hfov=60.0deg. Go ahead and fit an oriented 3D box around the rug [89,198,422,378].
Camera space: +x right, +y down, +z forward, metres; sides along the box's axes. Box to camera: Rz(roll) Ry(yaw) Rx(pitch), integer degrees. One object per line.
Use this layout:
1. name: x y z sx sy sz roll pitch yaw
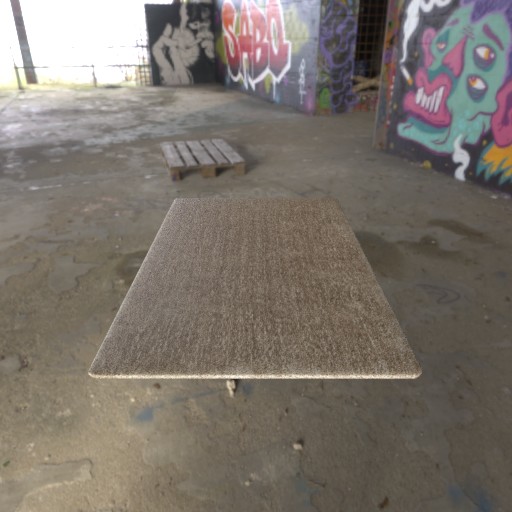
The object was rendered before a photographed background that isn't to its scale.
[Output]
1. rug: 0.000 0.000 3.109 1.539 0.024 2.469 0 26 0
